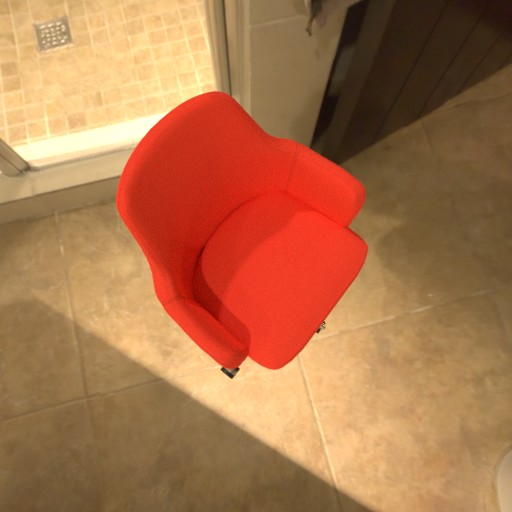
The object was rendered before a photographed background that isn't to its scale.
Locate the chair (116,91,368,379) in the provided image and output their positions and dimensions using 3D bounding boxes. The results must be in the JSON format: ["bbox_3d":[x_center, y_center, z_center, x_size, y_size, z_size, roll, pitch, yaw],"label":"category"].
[{"bbox_3d":[0.000,0.000,1.270,0.600,0.820,0.655,37,79,9],"label":"chair"}]
